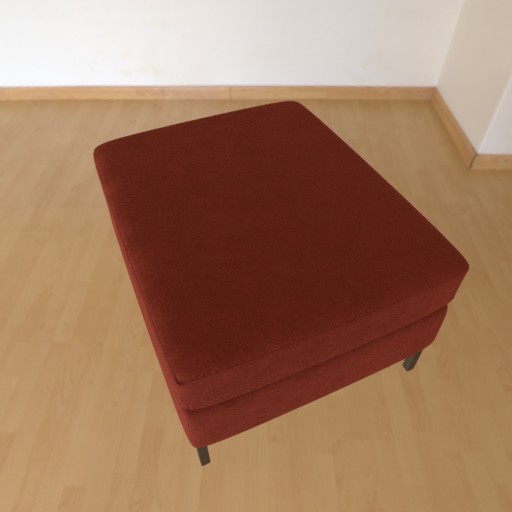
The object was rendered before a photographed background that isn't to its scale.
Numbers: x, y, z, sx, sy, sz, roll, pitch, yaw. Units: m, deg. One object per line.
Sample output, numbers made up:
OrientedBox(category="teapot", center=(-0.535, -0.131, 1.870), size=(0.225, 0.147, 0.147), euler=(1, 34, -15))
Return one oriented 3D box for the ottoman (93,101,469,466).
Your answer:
OrientedBox(category="ottoman", center=(0.000, 0.000, 1.185), size=(0.650, 0.462, 0.782), euler=(-18, 49, -17))
